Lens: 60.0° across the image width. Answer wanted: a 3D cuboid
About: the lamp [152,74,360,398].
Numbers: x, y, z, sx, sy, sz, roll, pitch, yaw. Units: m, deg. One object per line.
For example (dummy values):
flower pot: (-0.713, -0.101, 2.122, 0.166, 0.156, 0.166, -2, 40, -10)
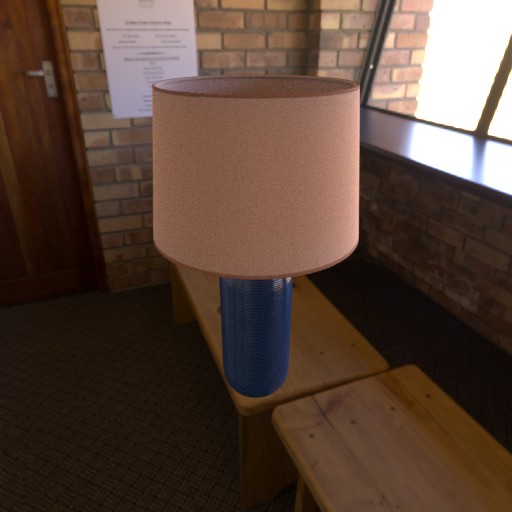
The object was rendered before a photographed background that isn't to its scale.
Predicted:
lamp: (0.000, 0.000, 0.833, 0.367, 0.609, 0.367, 0, 27, 0)
